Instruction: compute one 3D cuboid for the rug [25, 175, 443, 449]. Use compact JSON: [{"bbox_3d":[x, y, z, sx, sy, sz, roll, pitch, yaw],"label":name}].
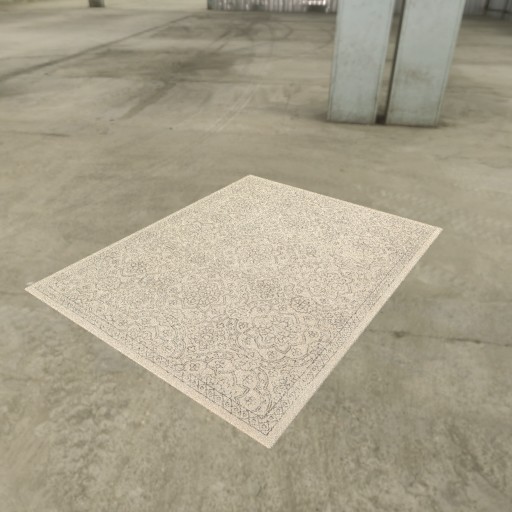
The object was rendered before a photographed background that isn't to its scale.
[{"bbox_3d":[0.000,0.000,4.034,2.441,0.015,3.050,21,38,30],"label":"rug"}]
